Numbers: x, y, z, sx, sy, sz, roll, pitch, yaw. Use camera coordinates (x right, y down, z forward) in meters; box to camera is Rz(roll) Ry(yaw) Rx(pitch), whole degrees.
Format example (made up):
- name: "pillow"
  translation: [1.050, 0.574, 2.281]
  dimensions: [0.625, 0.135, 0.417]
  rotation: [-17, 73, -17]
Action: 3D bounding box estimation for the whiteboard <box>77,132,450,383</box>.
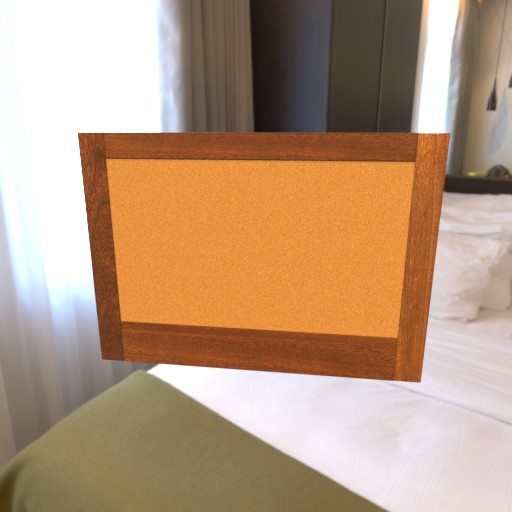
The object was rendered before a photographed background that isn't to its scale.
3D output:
- name: "whiteboard"
  translation: [0.000, 0.000, 1.041]
  dimensions: [0.783, 0.559, 0.083]
  rotation: [2, 16, 8]
